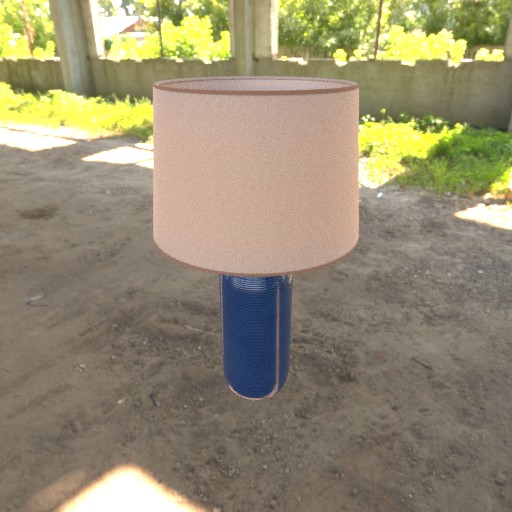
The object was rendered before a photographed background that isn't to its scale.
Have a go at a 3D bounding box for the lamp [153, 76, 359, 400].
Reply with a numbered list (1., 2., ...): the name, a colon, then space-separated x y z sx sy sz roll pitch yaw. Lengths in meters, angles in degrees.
1. lamp: 0.000 0.000 0.831 0.367 0.609 0.367 0 25 0
